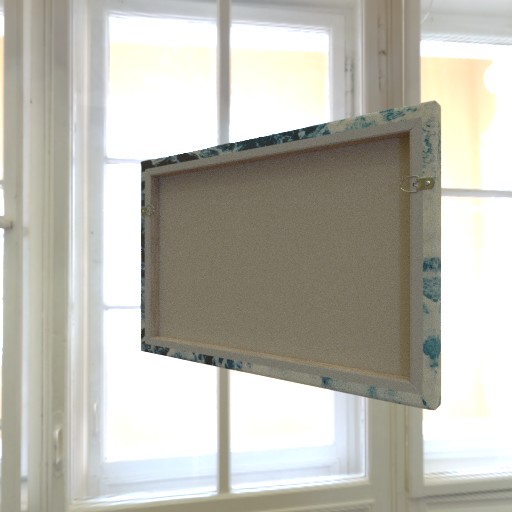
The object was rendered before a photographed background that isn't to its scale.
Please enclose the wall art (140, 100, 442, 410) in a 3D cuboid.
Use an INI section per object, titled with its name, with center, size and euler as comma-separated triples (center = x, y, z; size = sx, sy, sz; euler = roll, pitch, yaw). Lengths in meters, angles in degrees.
[wall art]
center = 0.000, 0.000, 1.158
size = 0.915, 0.610, 0.042
euler = 0, 0, 38
